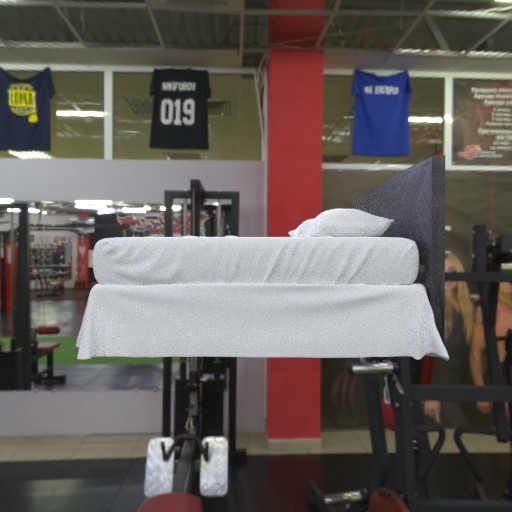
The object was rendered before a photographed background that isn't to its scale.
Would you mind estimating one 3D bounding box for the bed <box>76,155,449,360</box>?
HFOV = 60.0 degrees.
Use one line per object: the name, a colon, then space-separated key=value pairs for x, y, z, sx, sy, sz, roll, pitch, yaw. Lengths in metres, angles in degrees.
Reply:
bed: x=0.000 y=0.000 z=3.501 sx=2.165 sy=1.158 sz=2.255 roll=0 pitch=1 yaw=0
